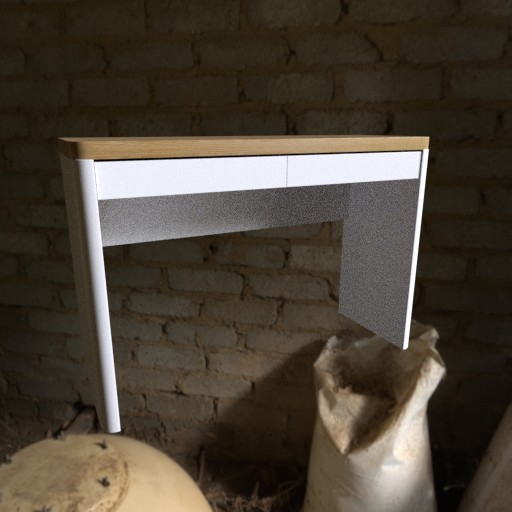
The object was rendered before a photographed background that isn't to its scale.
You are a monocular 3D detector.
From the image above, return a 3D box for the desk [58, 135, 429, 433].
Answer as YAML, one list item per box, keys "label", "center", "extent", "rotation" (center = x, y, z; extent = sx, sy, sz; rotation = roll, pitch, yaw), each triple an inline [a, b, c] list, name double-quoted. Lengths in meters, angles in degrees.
- label: "desk"
  center: [0.000, 0.000, 1.470]
  extent: [1.100, 0.760, 0.390]
  rotation: [-8, 18, -25]
